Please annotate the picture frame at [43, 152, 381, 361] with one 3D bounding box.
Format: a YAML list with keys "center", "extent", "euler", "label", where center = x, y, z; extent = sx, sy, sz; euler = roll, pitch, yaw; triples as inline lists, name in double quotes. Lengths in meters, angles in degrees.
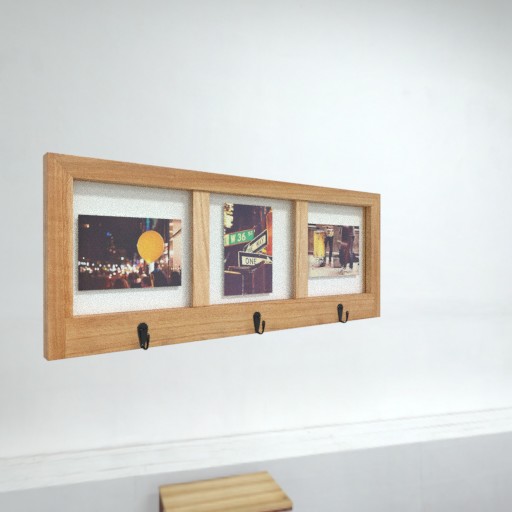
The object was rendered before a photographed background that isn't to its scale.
- center: [0.000, 0.000, 0.670]
  extent: [0.582, 0.234, 0.045]
  euler: [0, 0, -36]
  label: "picture frame"
